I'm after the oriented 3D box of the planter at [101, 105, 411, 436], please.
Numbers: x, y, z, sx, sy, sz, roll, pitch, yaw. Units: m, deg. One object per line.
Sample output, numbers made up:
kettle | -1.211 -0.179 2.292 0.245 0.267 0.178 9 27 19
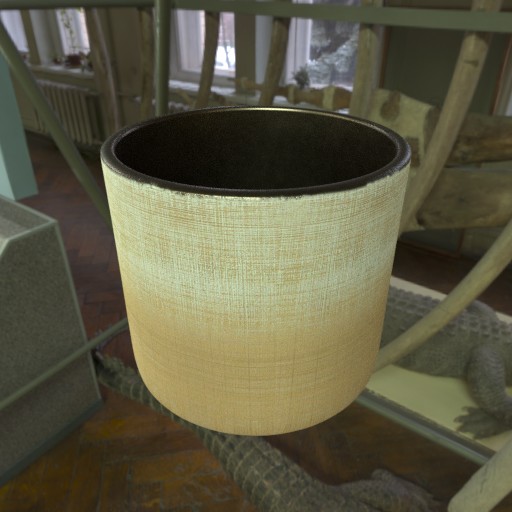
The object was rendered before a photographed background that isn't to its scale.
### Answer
planter | 0.000 0.000 0.372 0.221 0.201 0.221 0 31 0
